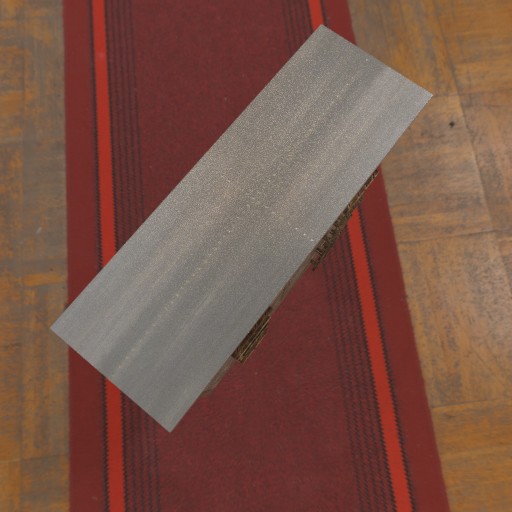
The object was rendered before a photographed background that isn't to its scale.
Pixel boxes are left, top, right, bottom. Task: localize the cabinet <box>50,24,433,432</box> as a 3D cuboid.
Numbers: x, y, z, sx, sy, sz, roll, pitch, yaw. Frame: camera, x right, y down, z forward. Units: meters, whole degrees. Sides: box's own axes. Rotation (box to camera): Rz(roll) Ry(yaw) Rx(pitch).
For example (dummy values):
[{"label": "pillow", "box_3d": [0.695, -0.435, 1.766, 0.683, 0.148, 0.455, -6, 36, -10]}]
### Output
[{"label": "cabinet", "box_3d": [0.000, 0.000, 1.440, 0.338, 0.919, 0.968, 37, 78, 9]}]
